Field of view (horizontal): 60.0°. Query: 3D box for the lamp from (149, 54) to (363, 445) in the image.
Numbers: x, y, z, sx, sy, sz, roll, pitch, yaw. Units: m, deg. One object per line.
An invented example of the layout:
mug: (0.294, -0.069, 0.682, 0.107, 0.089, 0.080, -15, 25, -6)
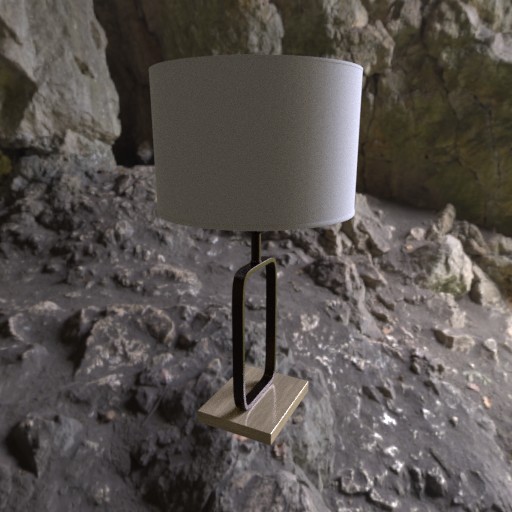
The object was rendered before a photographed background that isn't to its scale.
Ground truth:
lamp: (0.000, 0.000, 0.659, 0.279, 0.508, 0.279, 8, 17, 25)
